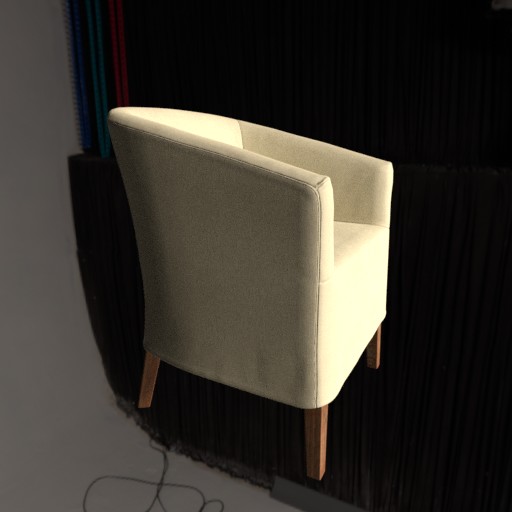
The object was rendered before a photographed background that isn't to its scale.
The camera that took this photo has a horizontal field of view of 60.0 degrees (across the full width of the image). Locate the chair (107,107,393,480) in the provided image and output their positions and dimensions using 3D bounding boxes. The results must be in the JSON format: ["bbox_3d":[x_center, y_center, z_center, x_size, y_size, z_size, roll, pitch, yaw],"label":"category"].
[{"bbox_3d":[0.000,0.000,1.276,0.657,0.822,0.643,8,17,26],"label":"chair"}]
